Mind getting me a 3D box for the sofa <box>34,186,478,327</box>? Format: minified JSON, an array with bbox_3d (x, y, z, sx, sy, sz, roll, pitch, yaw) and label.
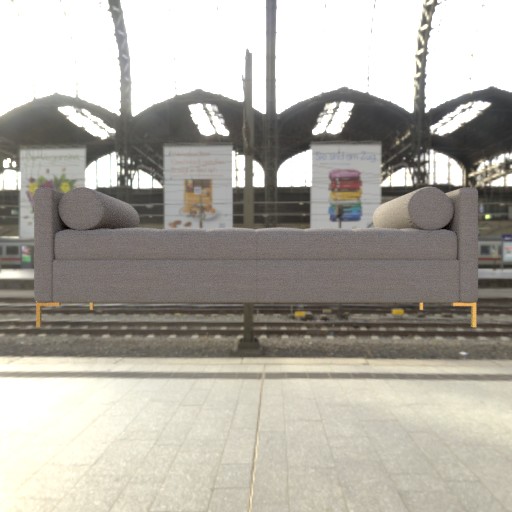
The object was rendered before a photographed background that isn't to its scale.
[{"bbox_3d":[0.000,0.000,2.306,1.981,0.635,0.686,0,0,0],"label":"sofa"}]
